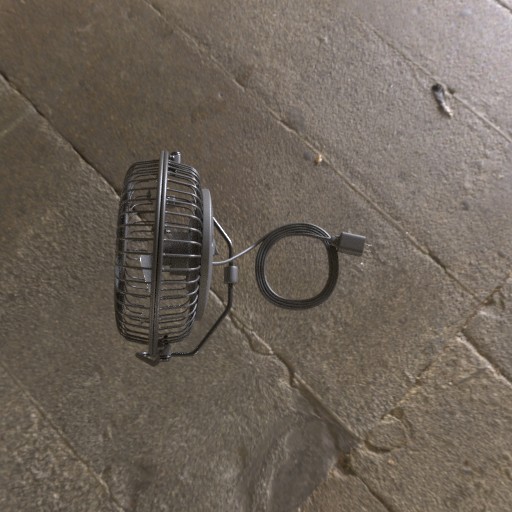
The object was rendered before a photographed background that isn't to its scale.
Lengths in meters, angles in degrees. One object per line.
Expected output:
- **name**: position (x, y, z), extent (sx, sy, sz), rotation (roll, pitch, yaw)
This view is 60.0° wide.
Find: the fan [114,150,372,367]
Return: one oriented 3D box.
- **fan**: position (0.000, 0.000, 0.313), extent (0.202, 0.152, 0.153), rotation (0, 76, 0)
